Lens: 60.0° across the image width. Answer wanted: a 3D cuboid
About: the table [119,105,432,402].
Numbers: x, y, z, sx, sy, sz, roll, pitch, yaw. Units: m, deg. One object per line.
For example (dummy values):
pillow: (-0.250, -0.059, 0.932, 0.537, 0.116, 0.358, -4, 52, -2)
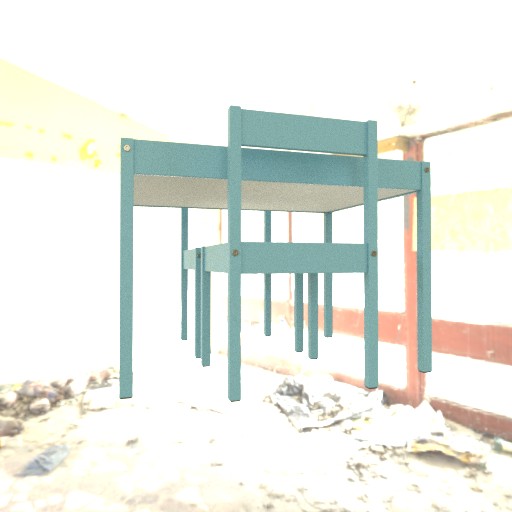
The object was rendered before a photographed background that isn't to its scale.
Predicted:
table: (0.000, 0.000, 1.089, 0.639, 0.503, 0.633, 0, -1, -17)
